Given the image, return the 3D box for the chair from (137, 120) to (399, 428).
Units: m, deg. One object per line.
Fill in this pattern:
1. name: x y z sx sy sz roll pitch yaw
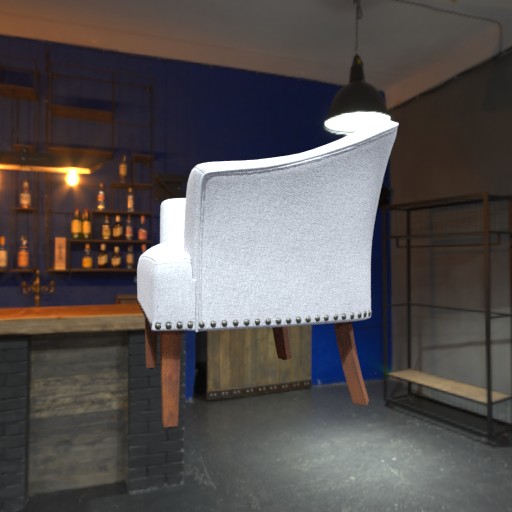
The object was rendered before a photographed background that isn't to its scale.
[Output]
1. chair: 0.000 0.000 1.409 0.704 0.815 0.798 0 0 -18
